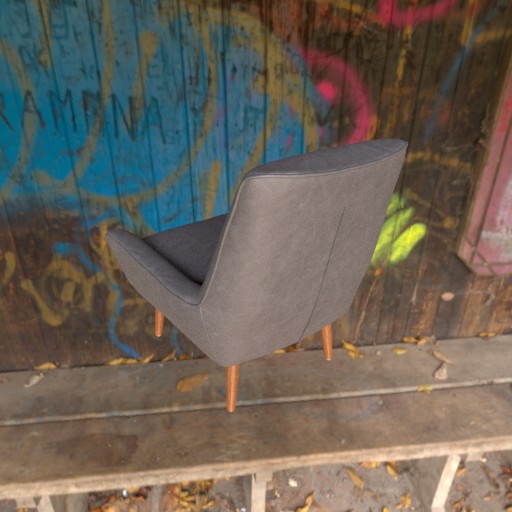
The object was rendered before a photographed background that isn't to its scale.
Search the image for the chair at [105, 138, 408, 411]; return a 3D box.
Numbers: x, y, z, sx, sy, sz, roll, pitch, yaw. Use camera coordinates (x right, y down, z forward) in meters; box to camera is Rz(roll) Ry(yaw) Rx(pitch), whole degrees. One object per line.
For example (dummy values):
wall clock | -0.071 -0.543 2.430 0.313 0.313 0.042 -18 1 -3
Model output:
chair | 0.000 0.000 1.512 0.787 0.888 0.822 -19 34 -30
